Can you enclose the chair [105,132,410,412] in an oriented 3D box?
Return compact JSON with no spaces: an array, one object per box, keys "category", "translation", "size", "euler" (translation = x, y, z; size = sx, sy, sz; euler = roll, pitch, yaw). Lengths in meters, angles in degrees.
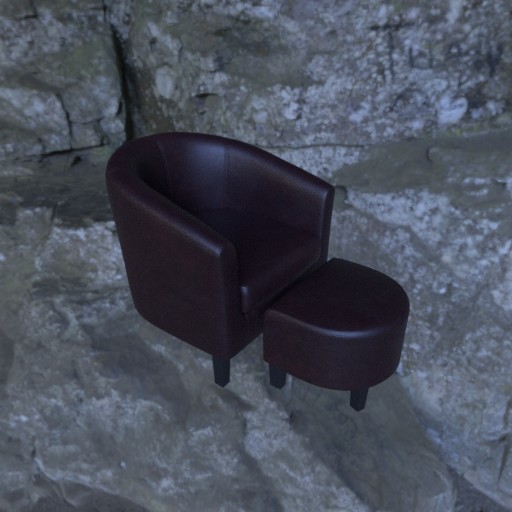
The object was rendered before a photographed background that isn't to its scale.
[{"category":"chair","translation":[0.000,0.000,1.685],"size":[1.176,0.755,0.737],"euler":[19,33,32]}]
